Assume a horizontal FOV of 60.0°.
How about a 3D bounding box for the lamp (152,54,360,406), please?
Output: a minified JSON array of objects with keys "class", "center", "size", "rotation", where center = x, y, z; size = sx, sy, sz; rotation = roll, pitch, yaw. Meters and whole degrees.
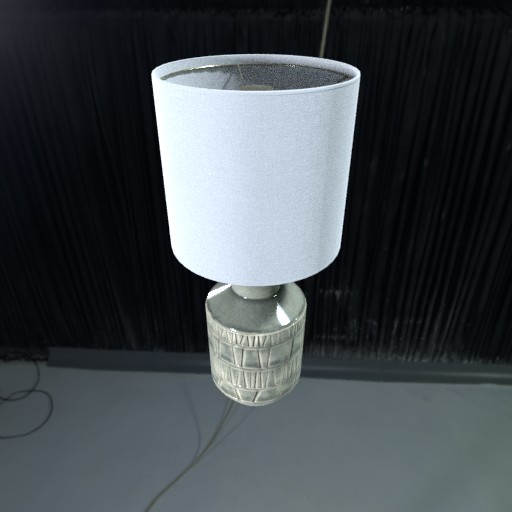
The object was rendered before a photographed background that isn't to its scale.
[{"class":"lamp","center":[0.000,0.000,0.578],"size":[0.211,0.455,0.211],"rotation":[1,32,1]}]
